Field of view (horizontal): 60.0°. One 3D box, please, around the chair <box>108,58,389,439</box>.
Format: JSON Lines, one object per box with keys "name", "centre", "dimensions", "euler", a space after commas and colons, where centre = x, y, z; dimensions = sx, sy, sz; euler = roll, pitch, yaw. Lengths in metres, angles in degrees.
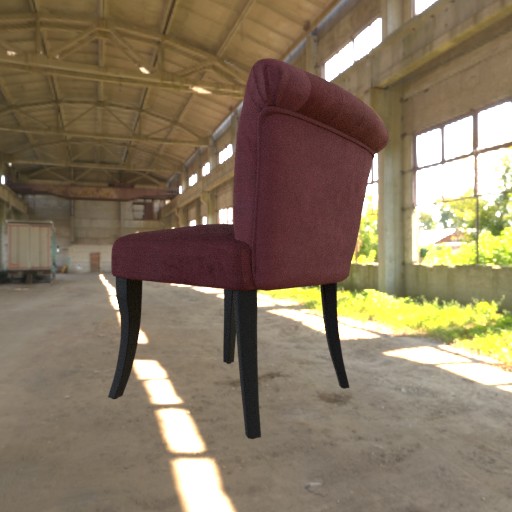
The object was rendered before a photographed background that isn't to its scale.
{"name": "chair", "centre": [0.000, 0.000, 1.180], "dimensions": [0.605, 0.750, 0.582], "euler": [0, 0, 36]}
